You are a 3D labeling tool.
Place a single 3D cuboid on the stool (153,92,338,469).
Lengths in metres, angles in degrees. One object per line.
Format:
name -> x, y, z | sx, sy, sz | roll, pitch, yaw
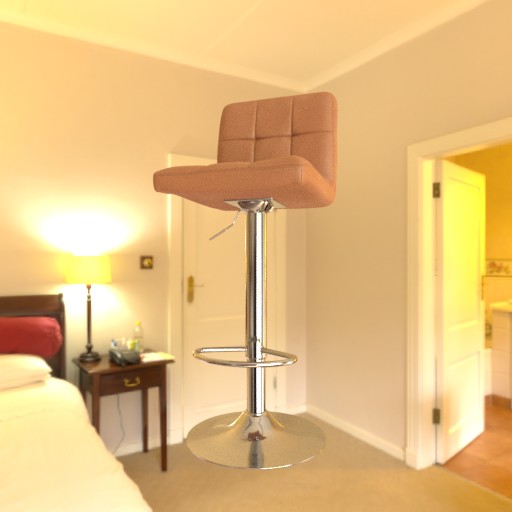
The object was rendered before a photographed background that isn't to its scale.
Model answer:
stool -> 0.000, 0.000, 1.358 | 0.430, 1.115, 0.505 | 0, 0, 20
